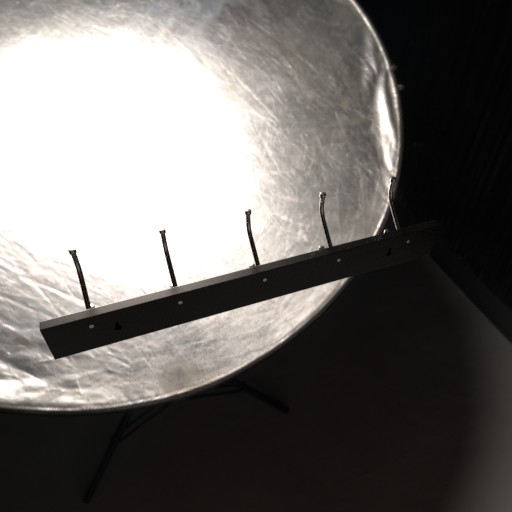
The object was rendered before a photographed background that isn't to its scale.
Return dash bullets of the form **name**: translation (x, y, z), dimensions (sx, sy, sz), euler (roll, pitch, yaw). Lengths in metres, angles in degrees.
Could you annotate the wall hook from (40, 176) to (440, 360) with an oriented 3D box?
- **wall hook**: translation (0.000, 0.000, 0.623), dimensions (0.571, 0.117, 0.071), euler (-14, 44, -15)
